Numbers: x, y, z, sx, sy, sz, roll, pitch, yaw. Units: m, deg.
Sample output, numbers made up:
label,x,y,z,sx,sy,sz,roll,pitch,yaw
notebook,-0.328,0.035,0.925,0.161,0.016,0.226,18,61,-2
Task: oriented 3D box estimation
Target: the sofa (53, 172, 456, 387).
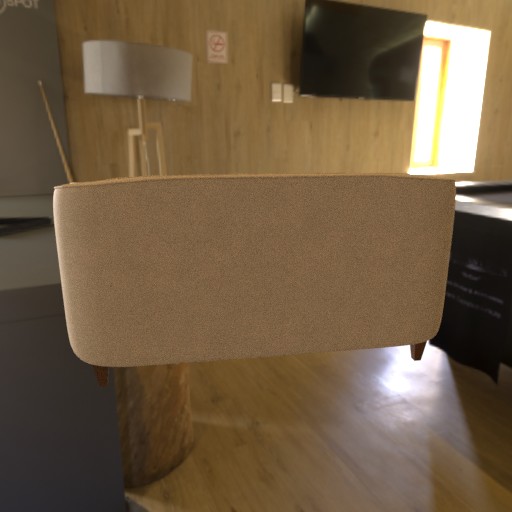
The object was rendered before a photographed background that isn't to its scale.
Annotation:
label,x,y,z,sx,sy,sz,roll,pitch,yaw
sofa,0.000,0.000,2.204,1.731,0.878,0.940,-2,16,-9
